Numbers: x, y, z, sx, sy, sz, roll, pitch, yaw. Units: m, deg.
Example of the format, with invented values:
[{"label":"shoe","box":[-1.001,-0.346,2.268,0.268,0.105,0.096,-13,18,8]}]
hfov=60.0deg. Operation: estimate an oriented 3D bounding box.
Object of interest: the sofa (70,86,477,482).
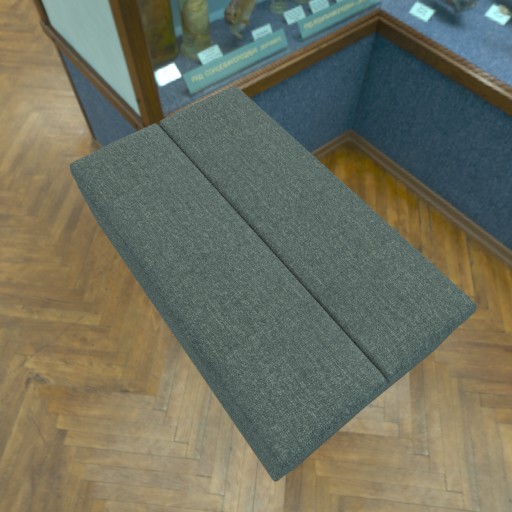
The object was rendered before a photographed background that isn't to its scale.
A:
[{"label":"sofa","box":[0.000,0.000,1.565,0.782,0.417,1.198,-32,64,-18]}]
